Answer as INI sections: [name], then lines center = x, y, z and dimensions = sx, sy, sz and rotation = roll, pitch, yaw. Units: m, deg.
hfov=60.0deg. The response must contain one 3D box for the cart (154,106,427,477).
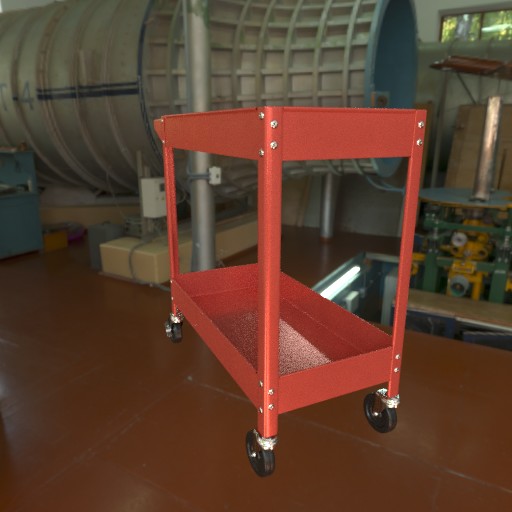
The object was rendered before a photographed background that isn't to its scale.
[cart]
center = 0.000, 0.000, 1.177
dimensions = 0.366, 0.719, 0.779
rotation = -8, 18, -24
